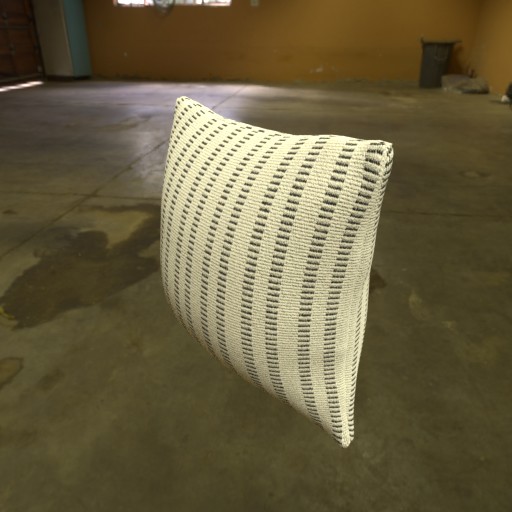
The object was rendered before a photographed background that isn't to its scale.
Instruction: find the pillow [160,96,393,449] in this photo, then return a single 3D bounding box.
[{"bbox_3d":[0.000,0.000,0.672,0.247,0.419,0.438,-18,32,-32],"label":"pillow"}]
